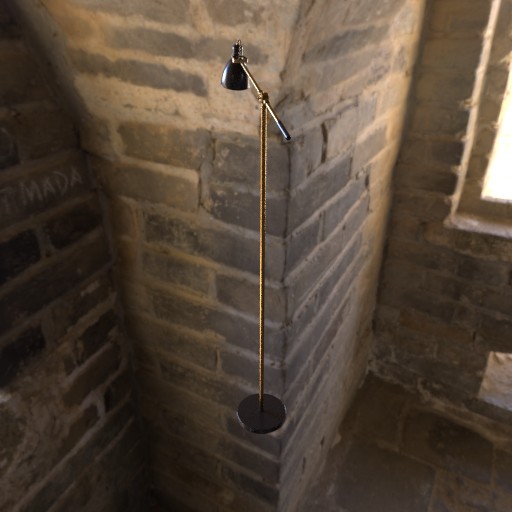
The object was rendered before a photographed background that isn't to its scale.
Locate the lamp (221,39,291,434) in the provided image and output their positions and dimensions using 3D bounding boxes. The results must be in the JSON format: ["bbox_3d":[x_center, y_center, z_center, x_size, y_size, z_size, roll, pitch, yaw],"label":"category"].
[{"bbox_3d":[0.000,0.000,1.851,0.235,1.628,0.618,-9,27,-17],"label":"lamp"}]
